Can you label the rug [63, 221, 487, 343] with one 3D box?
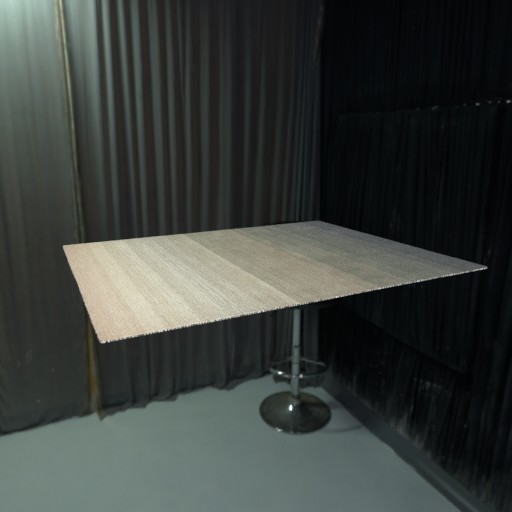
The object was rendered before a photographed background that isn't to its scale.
[{"bbox_3d":[0.000,0.000,3.843,2.932,0.015,2.315,-7,16,-26],"label":"rug"}]
